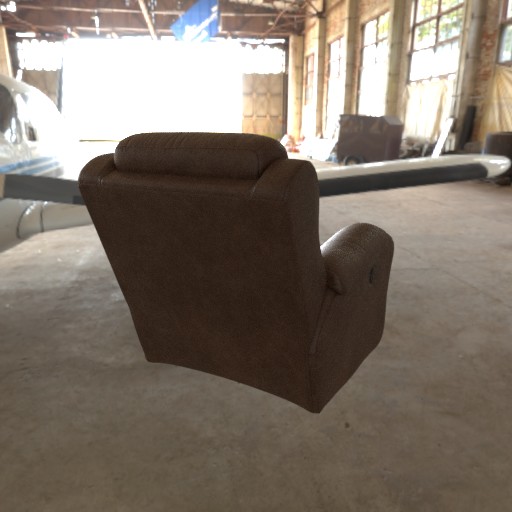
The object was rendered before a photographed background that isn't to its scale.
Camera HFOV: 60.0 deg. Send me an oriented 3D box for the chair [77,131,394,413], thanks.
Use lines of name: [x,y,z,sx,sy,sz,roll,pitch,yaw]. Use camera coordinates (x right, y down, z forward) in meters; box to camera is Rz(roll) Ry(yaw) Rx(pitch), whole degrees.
chair: [0.000,0.000,1.814,0.940,0.990,1.067,9,19,27]
